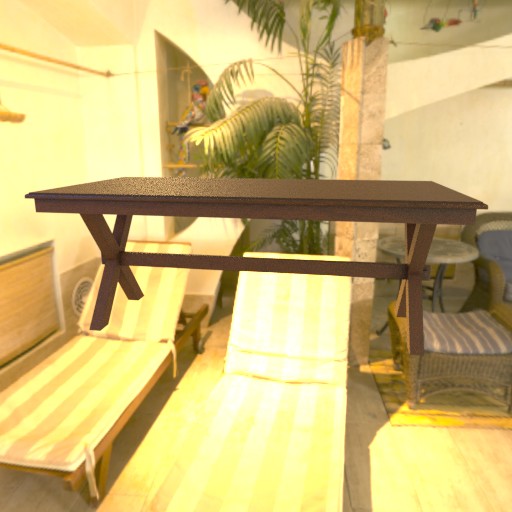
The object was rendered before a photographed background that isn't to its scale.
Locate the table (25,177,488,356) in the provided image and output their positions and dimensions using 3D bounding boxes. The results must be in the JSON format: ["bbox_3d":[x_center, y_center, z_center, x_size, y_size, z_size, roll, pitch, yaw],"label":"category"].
[{"bbox_3d":[0.000,0.000,1.466,1.197,0.459,0.594,3,15,10],"label":"table"}]
